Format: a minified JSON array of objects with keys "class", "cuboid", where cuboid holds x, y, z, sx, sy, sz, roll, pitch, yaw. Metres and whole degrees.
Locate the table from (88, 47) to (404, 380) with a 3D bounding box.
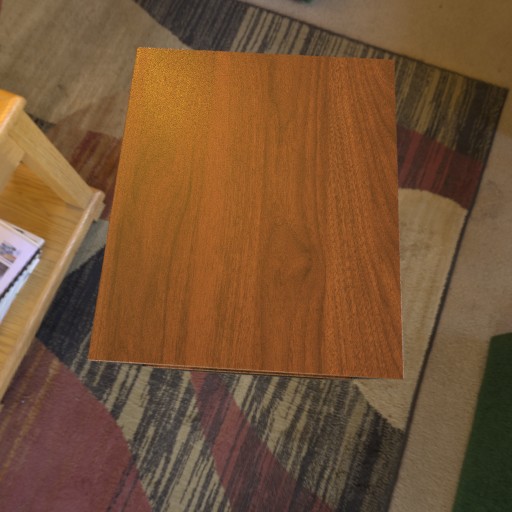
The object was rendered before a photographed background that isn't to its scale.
[{"class":"table","cuboid":[0.000,0.000,1.528,0.660,1.041,0.786,3,74,1]}]
